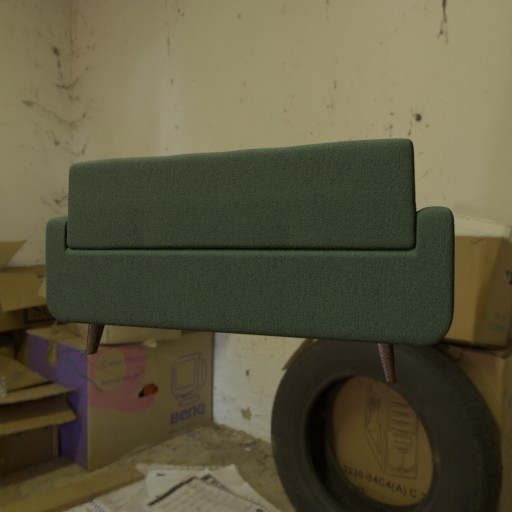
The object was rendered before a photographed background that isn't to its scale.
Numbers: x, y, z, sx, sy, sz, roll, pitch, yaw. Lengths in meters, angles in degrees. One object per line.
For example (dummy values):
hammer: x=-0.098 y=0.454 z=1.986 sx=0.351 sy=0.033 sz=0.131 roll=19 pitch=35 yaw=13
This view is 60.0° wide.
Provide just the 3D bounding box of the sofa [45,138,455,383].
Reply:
sofa: x=0.000 y=0.000 z=2.081 sx=1.631 sy=0.841 sz=0.909 roll=0 pitch=1 yaw=19
